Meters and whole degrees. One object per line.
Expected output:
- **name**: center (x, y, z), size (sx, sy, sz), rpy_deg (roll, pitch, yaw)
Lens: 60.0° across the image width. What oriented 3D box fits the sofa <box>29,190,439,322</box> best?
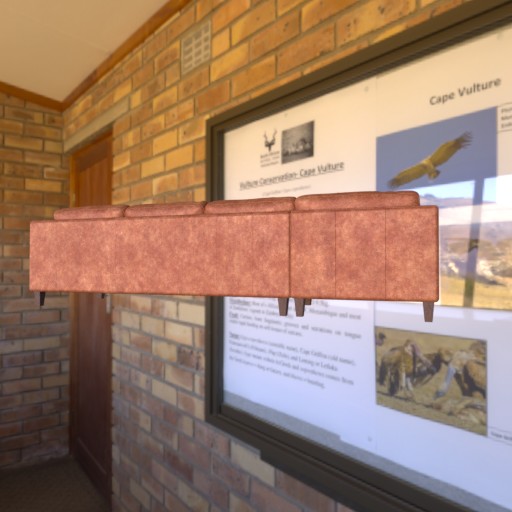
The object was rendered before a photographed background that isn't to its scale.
- **sofa**: center (0.000, 0.000, 4.303), size (3.150, 0.838, 2.438), rpy_deg (0, -1, 19)
